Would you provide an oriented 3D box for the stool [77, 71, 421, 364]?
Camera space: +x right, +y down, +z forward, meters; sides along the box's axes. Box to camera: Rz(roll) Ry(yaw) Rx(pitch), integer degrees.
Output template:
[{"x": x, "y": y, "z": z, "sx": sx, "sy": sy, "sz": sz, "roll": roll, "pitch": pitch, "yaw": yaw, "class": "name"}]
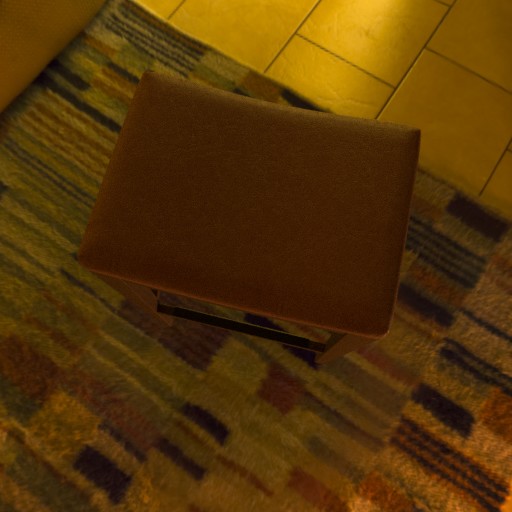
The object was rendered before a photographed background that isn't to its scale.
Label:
[{"x": 0.000, "y": 0.000, "z": 1.024, "sx": 0.500, "sy": 0.759, "sz": 0.361, "roll": 13, "pitch": 75, "yaw": 4, "class": "stool"}]
